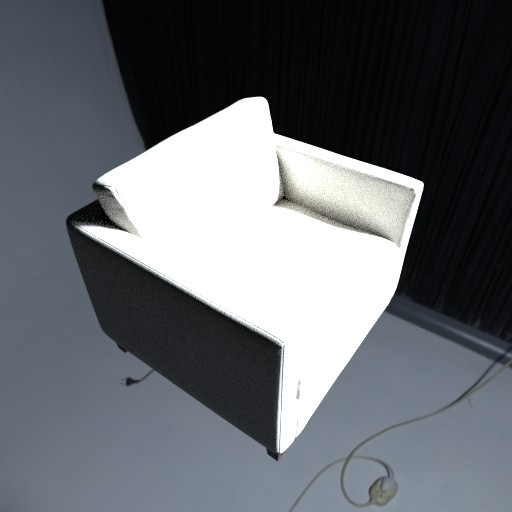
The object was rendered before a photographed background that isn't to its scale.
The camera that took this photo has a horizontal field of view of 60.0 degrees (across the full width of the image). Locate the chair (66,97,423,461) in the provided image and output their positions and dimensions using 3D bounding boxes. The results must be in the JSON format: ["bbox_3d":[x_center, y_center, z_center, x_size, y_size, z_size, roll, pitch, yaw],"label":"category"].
[{"bbox_3d":[0.000,0.000,1.764,0.959,0.919,0.996,25,47,26],"label":"chair"}]
